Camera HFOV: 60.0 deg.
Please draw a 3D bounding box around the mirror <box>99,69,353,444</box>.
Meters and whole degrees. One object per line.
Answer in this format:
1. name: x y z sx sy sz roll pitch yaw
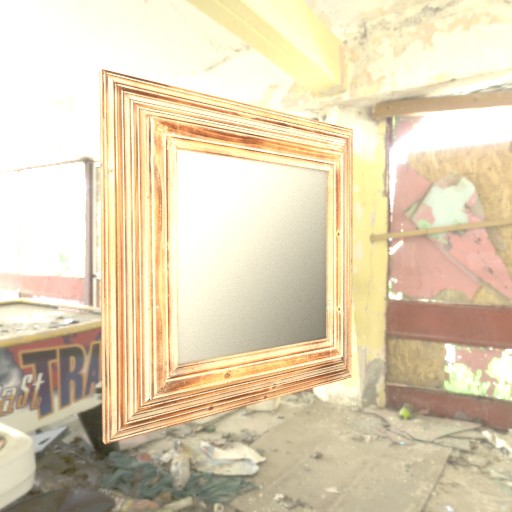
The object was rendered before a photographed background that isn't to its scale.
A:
1. mirror: 0.000 0.000 1.185 0.804 0.804 0.061 -1 2 -37
